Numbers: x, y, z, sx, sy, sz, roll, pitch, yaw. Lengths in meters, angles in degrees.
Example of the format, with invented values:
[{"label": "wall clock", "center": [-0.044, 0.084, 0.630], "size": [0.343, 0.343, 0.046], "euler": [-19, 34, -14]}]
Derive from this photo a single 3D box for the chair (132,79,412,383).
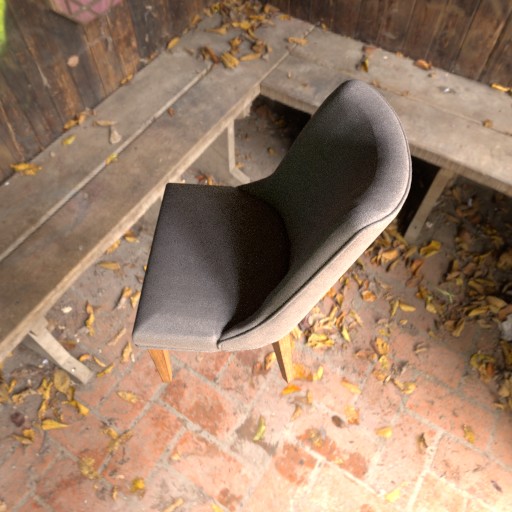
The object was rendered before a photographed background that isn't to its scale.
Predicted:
[{"label": "chair", "center": [0.000, 0.000, 1.288], "size": [0.636, 0.916, 0.548], "euler": [3, 57, 2]}]
